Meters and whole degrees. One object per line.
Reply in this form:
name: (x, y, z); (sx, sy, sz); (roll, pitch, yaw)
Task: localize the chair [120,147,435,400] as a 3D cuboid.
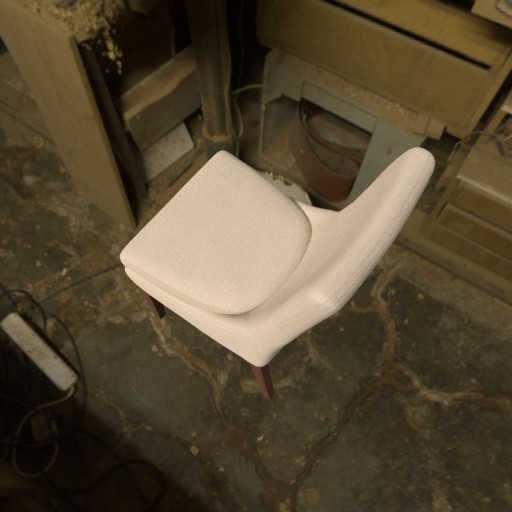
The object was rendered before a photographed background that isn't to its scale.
chair: (0.000, 0.000, 1.293); (0.638, 0.940, 0.515); (33, 67, 16)
